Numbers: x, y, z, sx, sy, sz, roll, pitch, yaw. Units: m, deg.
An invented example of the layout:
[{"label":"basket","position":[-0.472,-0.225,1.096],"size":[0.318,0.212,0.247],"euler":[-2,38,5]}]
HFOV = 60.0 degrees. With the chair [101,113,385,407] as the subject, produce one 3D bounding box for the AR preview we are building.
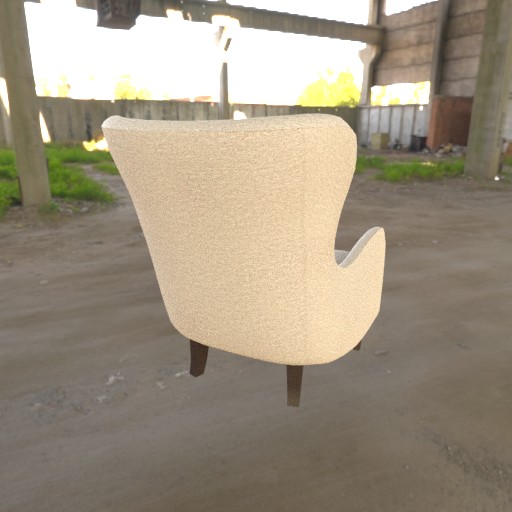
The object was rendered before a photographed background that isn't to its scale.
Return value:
[{"label":"chair","position":[0.000,0.000,1.767],"size":[0.861,1.064,0.984],"euler":[9,19,26]}]
